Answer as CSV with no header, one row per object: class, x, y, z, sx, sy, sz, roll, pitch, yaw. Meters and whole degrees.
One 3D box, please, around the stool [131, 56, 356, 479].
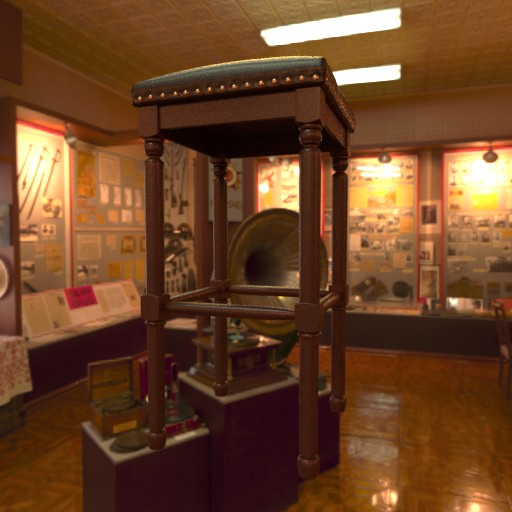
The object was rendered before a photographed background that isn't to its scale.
stool,0.000,0.000,0.979,0.383,0.768,0.382,1,3,20
